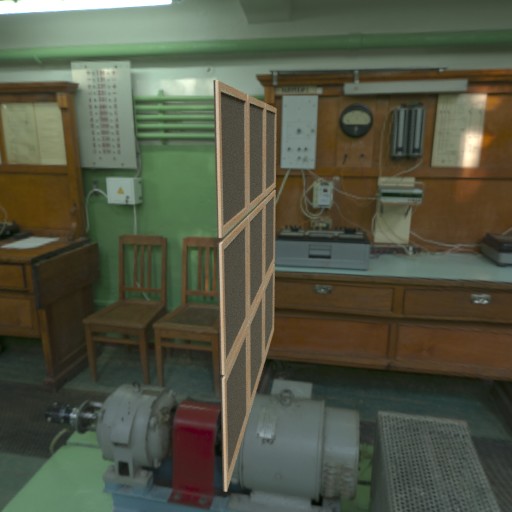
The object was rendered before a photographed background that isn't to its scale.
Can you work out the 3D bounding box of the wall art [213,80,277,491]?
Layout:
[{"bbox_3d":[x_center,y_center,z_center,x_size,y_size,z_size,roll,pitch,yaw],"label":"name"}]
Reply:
[{"bbox_3d":[0.000,0.000,1.821,0.013,1.218,1.216,2,15,9],"label":"wall art"}]
